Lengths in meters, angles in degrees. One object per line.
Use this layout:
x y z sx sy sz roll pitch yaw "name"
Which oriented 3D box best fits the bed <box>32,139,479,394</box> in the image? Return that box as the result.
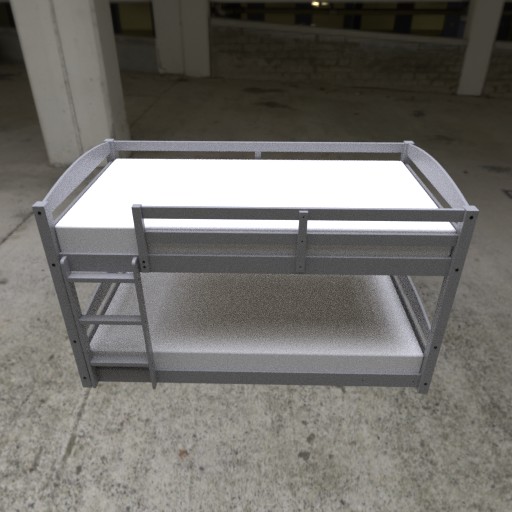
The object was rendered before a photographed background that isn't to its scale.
0.000 0.000 2.722 2.013 1.206 1.105 1 31 1 "bed"
